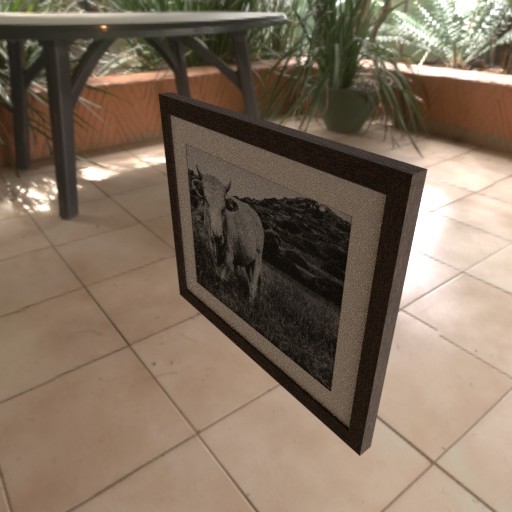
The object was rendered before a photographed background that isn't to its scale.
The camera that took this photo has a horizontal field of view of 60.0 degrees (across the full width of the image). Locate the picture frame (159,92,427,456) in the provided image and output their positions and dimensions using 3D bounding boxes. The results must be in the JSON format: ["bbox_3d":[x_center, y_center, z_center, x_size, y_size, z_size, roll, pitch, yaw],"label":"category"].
[{"bbox_3d":[0.000,0.000,0.759,0.026,0.455,0.546,-22,37,-32],"label":"picture frame"}]
